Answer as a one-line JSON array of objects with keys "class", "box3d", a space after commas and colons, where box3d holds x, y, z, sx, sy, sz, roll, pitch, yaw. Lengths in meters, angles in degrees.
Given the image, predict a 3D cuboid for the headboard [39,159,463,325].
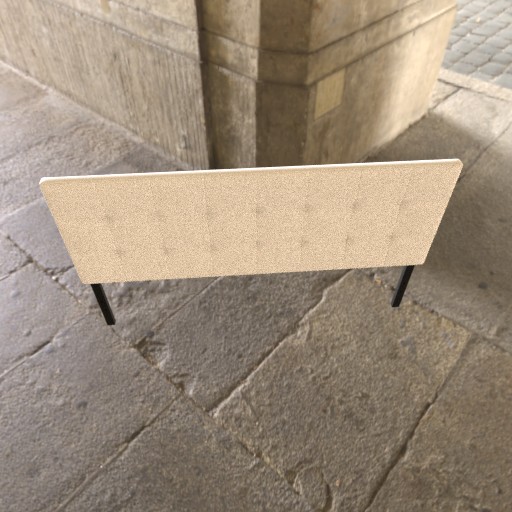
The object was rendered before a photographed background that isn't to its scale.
[{"class": "headboard", "box3d": [0.000, 0.000, 2.978, 2.362, 1.410, 0.120, -3, 46, -3]}]
